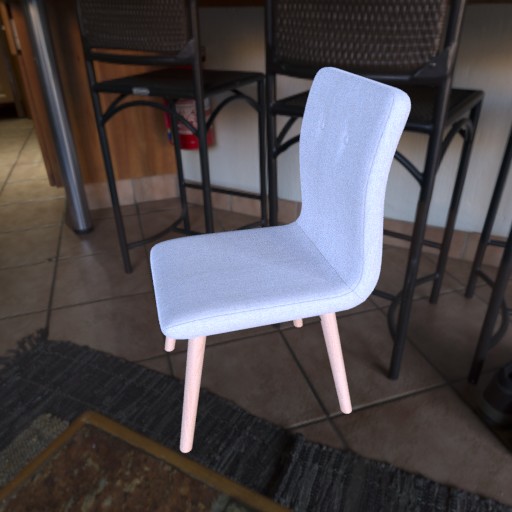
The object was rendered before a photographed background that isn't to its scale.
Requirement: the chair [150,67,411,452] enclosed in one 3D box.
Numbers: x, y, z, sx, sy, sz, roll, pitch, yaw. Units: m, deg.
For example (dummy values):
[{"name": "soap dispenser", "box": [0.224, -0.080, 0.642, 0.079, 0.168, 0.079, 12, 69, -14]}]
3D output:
[{"name": "chair", "box": [0.000, 0.000, 1.191, 0.550, 0.885, 0.435, -8, 32, -13]}]
